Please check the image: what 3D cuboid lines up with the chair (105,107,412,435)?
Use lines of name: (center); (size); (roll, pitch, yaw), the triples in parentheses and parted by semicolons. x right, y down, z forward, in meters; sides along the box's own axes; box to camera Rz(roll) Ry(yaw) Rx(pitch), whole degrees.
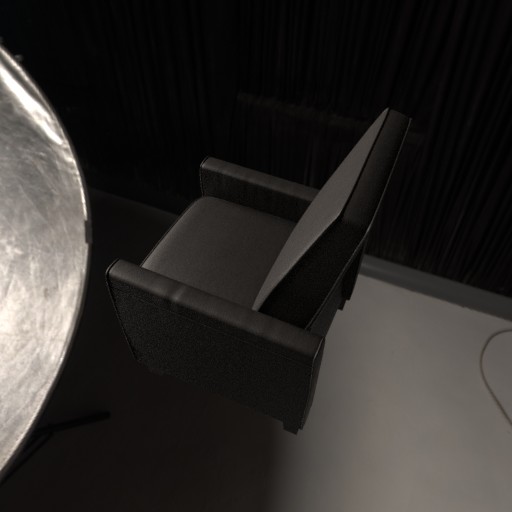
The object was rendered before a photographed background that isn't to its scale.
chair: (0.000, 0.000, 1.532); (0.746, 1.013, 0.705); (18, 49, 16)
